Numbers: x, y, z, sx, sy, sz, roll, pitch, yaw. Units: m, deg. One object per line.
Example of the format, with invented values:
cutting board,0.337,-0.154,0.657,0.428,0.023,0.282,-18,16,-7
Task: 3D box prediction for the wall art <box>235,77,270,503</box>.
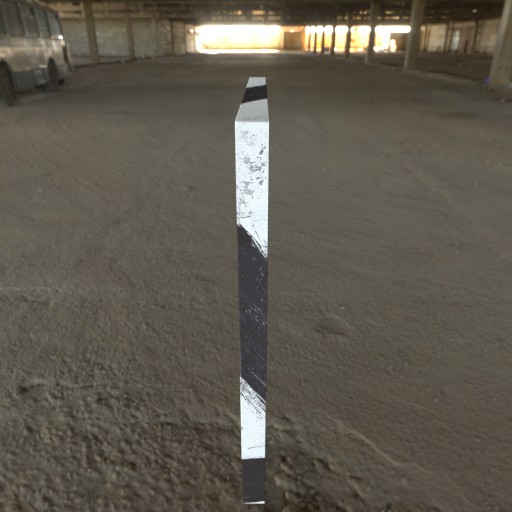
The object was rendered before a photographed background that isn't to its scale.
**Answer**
wall art,0.000,0.000,1.091,0.046,0.765,0.765,0,26,1
